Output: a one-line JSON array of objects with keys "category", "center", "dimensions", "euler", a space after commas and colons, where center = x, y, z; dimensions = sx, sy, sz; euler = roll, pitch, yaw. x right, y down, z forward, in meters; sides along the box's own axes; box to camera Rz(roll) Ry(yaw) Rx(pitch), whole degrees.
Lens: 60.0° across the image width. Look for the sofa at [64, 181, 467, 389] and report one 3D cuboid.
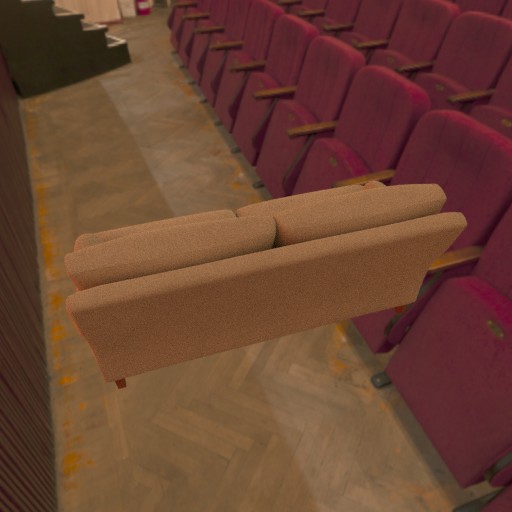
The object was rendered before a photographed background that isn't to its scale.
[{"category": "sofa", "center": [0.000, 0.000, 2.720], "dimensions": [2.070, 0.997, 1.091], "euler": [-12, 42, -14]}]
